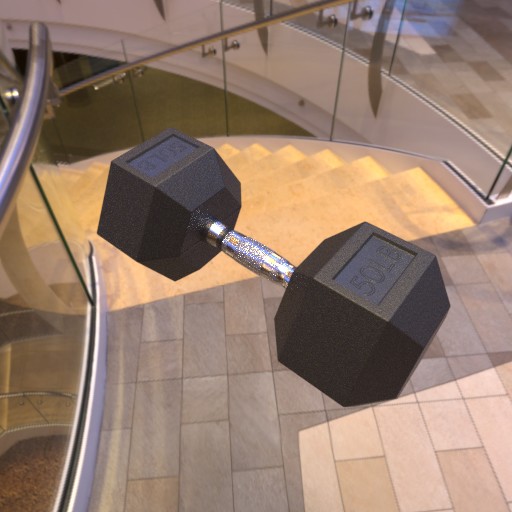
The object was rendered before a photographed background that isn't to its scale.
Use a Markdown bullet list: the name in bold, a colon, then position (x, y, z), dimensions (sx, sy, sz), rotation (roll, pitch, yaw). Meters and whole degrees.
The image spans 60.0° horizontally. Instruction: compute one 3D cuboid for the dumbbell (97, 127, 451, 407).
- **dumbbell**: position (0.000, 0.000, 0.479), dimensions (0.384, 0.150, 0.173), rotation (31, 54, 25)
